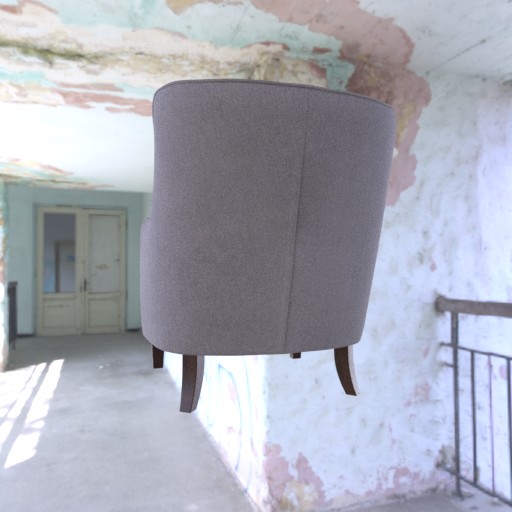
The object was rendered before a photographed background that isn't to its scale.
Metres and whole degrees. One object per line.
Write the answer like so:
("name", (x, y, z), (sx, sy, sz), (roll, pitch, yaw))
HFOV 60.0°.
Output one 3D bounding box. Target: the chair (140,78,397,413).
("chair", (0.000, 0.000, 1.586), (0.781, 0.919, 0.910), (0, -1, -18))
